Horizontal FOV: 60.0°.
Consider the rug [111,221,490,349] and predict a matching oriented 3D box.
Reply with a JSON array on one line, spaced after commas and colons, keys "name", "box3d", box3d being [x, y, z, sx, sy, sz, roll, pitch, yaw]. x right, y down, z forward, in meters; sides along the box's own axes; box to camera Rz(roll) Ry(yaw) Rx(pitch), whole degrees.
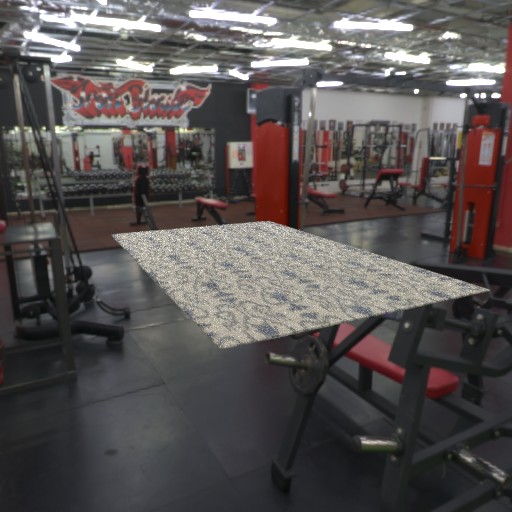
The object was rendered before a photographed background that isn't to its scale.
[{"name": "rug", "box3d": [0.000, 0.000, 2.058, 1.035, 0.006, 1.652, -7, 16, -26]}]
